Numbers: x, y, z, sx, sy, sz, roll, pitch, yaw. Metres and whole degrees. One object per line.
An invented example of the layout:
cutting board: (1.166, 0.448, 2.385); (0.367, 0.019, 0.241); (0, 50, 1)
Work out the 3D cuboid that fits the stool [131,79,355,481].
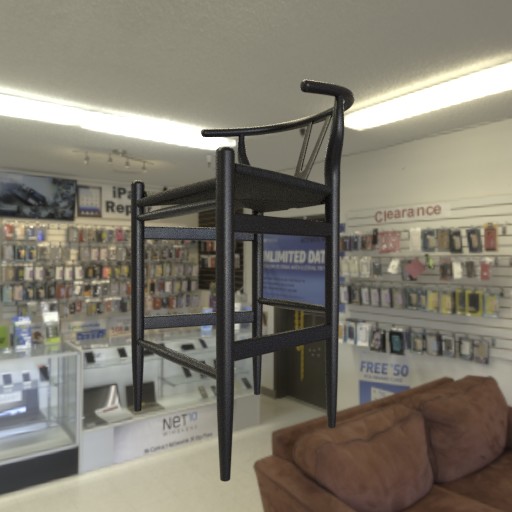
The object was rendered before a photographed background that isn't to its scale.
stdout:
stool: (0.000, 0.000, 1.332); (0.579, 0.970, 0.569); (0, 0, -35)
